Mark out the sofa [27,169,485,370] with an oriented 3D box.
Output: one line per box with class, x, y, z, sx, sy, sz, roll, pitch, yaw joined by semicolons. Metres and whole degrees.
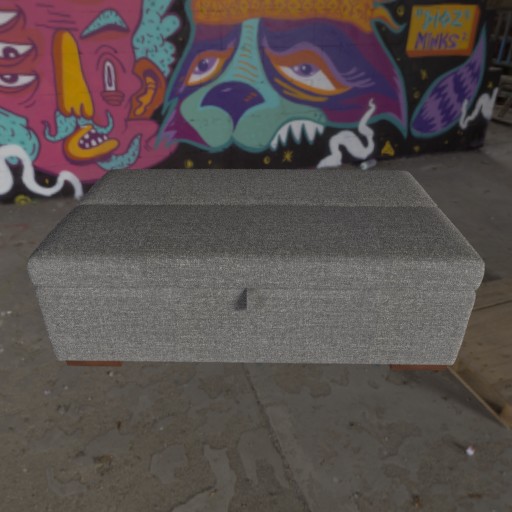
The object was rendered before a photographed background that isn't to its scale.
sofa;0.000;0.000;1.549;1.198;0.417;0.782;0;30;1
